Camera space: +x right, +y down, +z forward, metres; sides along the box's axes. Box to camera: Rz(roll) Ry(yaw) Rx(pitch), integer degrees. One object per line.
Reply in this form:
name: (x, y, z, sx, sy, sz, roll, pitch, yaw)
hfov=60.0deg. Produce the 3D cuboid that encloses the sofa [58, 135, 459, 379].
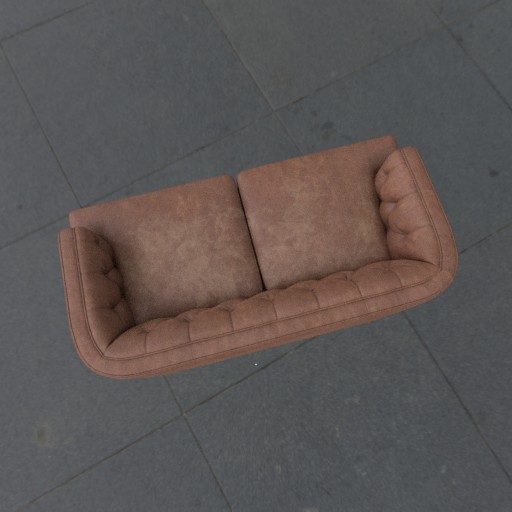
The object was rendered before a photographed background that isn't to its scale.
sofa: (0.000, 0.000, 2.268, 1.755, 0.786, 0.914, -14, 77, -3)
